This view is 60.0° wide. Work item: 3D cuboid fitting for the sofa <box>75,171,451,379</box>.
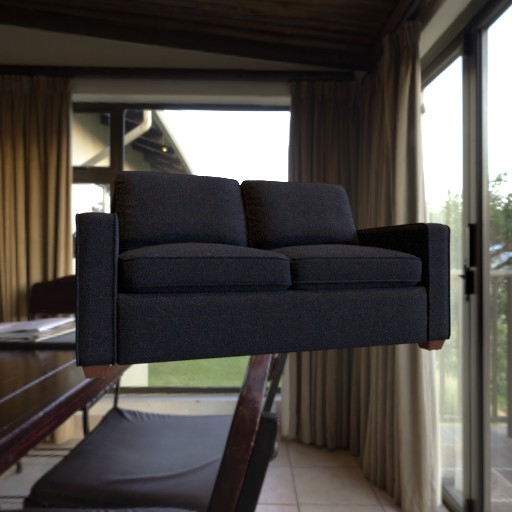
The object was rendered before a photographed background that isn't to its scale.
[{"bbox_3d":[0.000,0.000,2.295,1.709,0.918,0.947,0,0,-19],"label":"sofa"}]
